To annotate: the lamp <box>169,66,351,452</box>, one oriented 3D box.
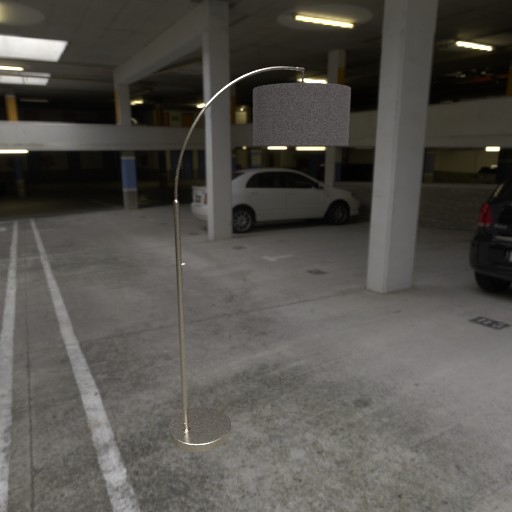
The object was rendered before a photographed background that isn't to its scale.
[{"bbox_3d":[0.000,0.000,2.147,0.934,1.735,0.452,-7,16,-27],"label":"lamp"}]
